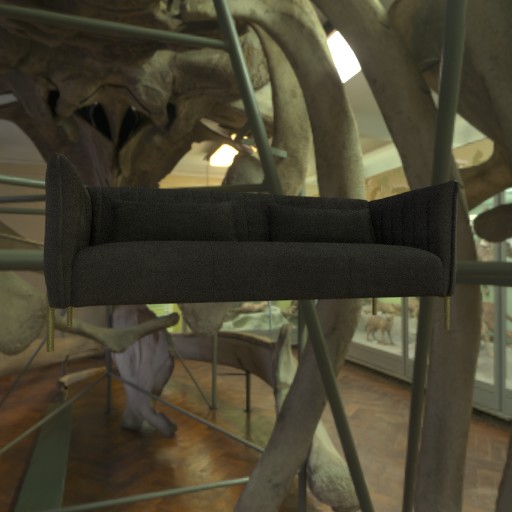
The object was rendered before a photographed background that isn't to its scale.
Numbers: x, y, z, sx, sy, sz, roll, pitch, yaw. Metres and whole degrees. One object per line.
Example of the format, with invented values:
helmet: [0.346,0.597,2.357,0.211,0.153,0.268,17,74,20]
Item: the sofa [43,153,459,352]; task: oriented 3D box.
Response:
sofa: [0.000,0.000,2.365,1.980,0.780,0.876,0,-1,-18]
